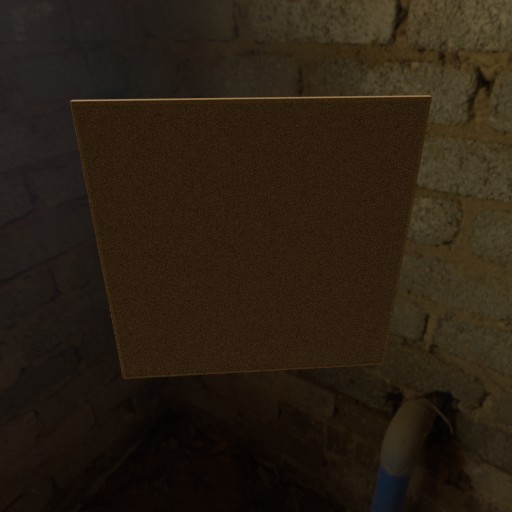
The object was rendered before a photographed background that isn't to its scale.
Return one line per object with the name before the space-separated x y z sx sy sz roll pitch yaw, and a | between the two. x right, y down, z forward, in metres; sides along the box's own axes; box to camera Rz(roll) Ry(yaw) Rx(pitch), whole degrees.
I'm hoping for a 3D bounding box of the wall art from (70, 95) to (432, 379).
wall art | 0.000 0.000 0.965 0.657 0.655 0.014 -2 29 -4
